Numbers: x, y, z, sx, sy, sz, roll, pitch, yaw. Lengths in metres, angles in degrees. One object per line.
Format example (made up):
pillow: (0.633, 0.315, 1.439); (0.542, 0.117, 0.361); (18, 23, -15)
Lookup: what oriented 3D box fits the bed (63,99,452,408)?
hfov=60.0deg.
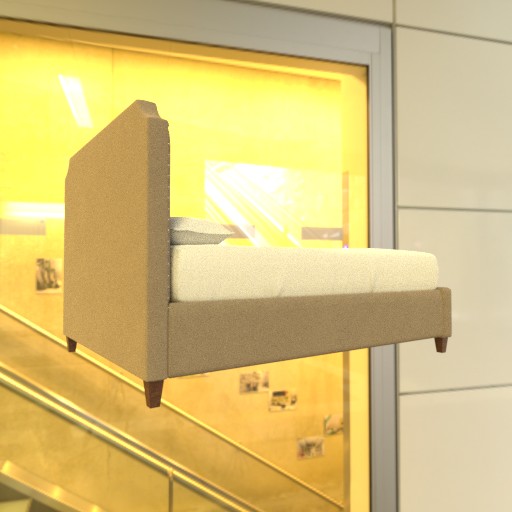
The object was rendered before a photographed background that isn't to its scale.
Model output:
bed: (0.000, 0.000, 3.285); (2.329, 1.415, 1.703); (1, -2, -35)
